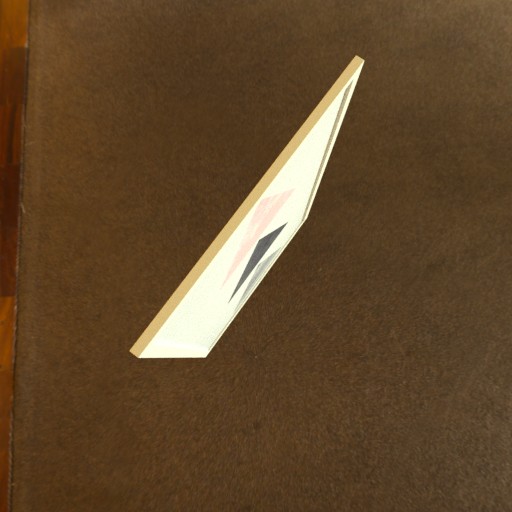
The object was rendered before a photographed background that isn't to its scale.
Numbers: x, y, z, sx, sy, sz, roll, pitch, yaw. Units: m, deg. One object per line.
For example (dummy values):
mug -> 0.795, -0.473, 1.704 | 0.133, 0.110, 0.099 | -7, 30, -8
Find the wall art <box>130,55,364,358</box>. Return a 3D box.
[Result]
wall art -> 0.000, 0.000, 0.845 | 0.013, 0.656, 0.456 | 35, 80, 7
